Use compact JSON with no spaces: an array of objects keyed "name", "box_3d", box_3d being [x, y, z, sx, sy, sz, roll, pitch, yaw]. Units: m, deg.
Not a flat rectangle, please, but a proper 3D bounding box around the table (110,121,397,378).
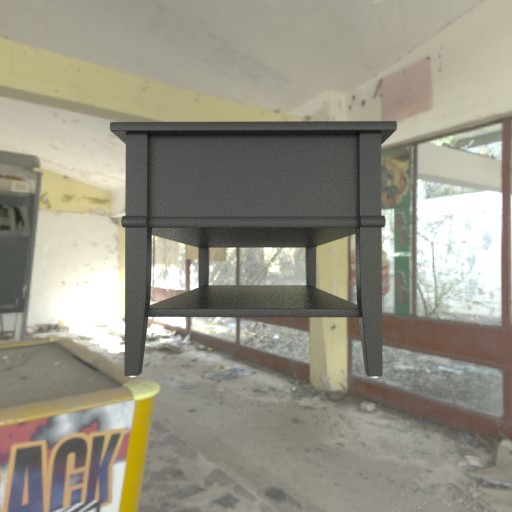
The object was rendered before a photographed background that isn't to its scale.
[{"name":"table","box_3d":[0.000,0.000,1.324,0.523,0.470,1.044,0,-1,1]}]
